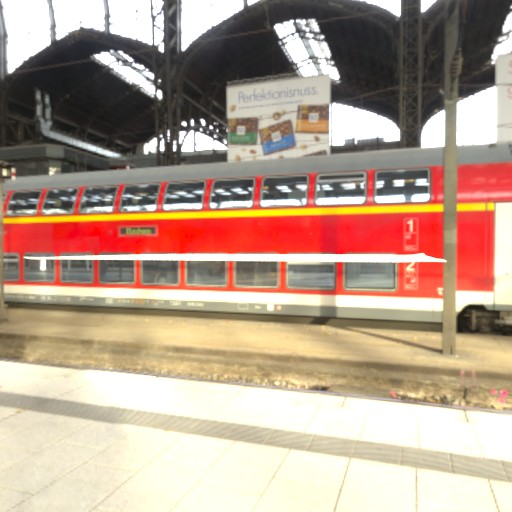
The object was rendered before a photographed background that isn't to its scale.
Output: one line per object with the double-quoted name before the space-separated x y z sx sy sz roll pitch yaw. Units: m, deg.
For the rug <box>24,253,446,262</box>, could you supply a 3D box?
"rug" 0.000 0.000 3.913 2.897 0.035 2.277 0 1 18
